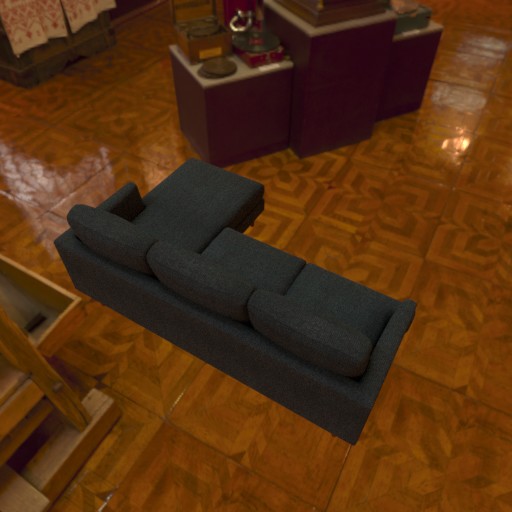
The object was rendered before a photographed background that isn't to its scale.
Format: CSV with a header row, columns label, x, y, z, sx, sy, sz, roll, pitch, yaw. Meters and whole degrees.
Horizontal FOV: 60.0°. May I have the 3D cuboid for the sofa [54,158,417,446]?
label,x,y,z,sx,sy,sz,roll,pitch,yaw
sofa,0.000,0.000,3.119,2.233,0.956,1.504,24,52,20
